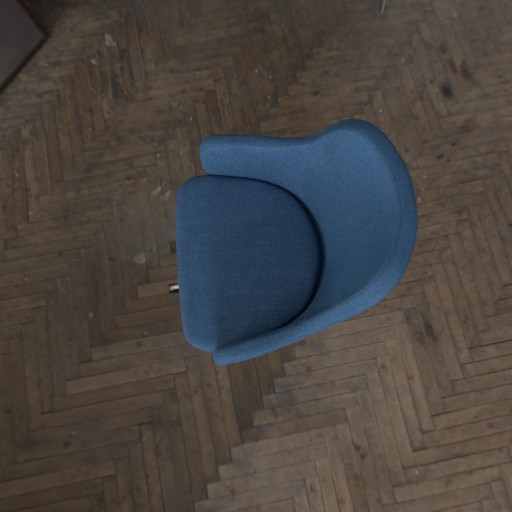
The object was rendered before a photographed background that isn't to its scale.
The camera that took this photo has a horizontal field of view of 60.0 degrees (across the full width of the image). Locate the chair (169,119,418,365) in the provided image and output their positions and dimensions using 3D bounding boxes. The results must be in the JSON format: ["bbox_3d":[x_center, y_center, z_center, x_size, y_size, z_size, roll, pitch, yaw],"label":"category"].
[{"bbox_3d":[0.000,0.000,1.288,0.655,0.820,0.599,-5,76,-1],"label":"chair"}]
